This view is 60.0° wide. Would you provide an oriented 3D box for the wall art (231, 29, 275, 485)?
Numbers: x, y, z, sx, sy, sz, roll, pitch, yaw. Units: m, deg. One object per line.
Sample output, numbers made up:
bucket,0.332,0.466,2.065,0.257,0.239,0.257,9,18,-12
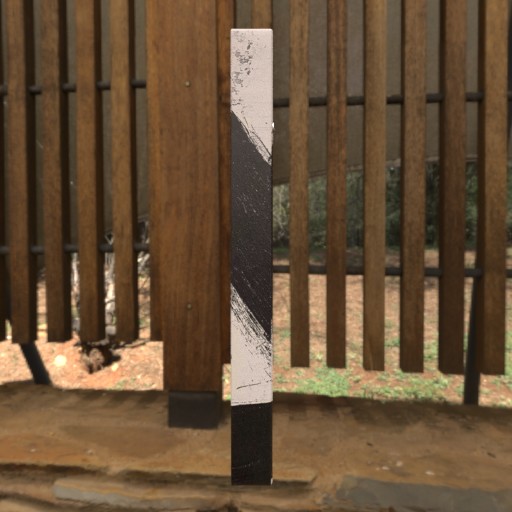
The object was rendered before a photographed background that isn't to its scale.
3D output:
wall art,0.000,0.000,0.742,0.050,0.508,0.507,0,1,1
